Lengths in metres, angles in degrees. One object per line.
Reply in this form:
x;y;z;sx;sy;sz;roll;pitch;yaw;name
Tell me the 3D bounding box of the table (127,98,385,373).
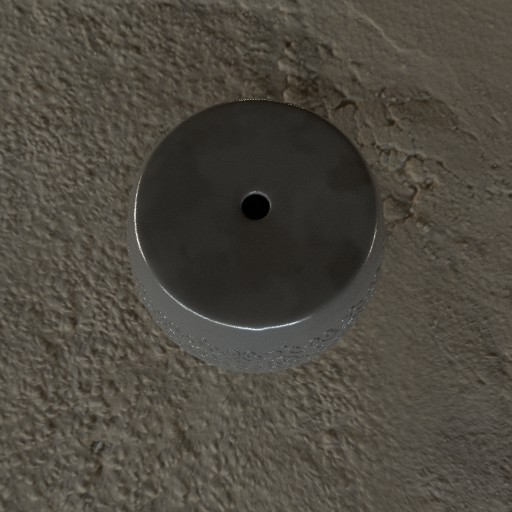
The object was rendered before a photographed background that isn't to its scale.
0.000;0.000;0.606;0.309;0.397;0.309;0;76;0;table
